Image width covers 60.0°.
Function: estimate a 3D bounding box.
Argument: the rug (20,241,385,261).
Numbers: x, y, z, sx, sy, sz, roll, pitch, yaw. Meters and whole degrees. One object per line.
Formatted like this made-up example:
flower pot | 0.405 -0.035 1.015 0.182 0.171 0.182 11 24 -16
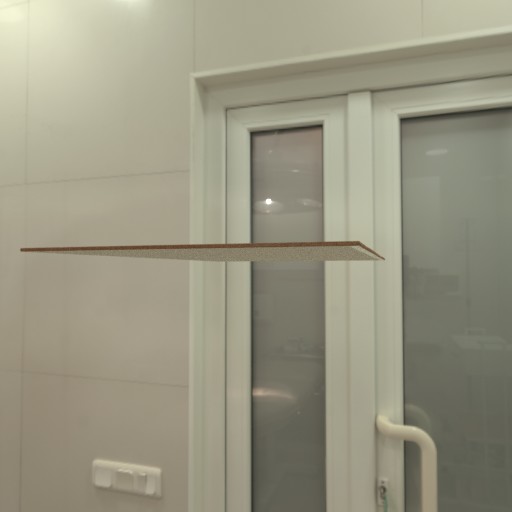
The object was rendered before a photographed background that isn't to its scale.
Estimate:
rug | 0.000 0.000 2.295 1.219 0.014 1.829 -1 -2 18
